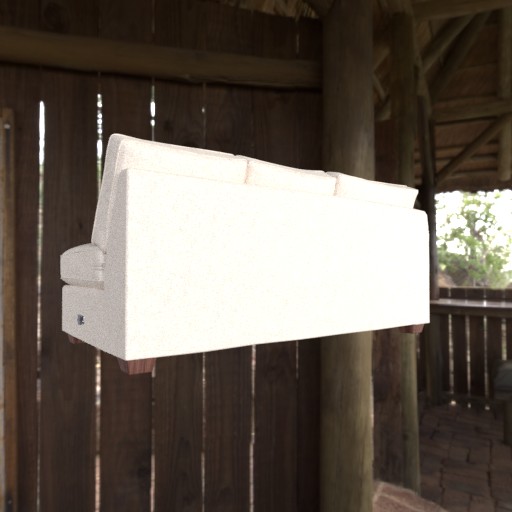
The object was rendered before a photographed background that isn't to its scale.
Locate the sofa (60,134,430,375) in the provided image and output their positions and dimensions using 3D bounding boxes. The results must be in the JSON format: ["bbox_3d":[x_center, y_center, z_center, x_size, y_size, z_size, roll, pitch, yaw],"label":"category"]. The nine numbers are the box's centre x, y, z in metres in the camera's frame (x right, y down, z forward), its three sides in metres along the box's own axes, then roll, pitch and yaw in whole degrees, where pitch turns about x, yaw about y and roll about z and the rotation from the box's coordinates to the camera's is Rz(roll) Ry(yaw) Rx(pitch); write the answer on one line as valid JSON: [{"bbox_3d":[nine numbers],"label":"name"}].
[{"bbox_3d":[0.000,0.000,2.598,1.962,0.946,1.034,1,-2,-36],"label":"sofa"}]
